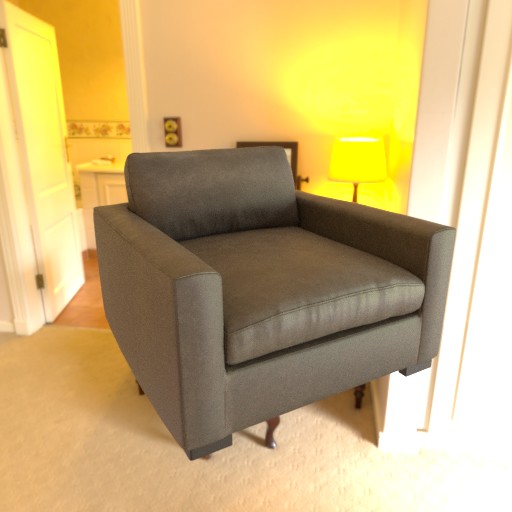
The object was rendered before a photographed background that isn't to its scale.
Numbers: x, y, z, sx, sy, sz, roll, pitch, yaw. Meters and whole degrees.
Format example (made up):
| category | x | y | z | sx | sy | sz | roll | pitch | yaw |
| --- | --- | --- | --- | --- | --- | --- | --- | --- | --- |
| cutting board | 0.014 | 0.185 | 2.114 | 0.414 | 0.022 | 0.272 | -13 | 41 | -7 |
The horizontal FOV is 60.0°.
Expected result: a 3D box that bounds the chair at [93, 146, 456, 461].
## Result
| category | x | y | z | sx | sy | sz | roll | pitch | yaw |
| --- | --- | --- | --- | --- | --- | --- | --- | --- | --- |
| chair | 0.000 | 0.000 | 1.796 | 1.106 | 0.807 | 1.080 | -10 | 20 | -28 |
